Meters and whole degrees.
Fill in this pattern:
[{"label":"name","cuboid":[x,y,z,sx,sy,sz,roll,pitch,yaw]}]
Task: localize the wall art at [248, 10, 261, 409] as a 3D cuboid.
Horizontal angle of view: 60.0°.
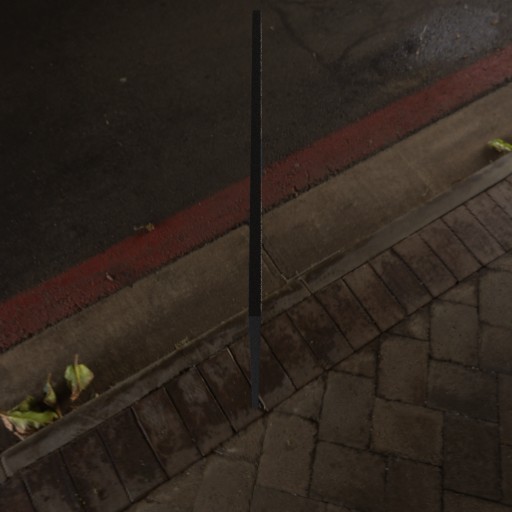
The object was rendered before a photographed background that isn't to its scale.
[{"label":"wall art","cuboid":[0.000,0.000,0.825,0.013,0.657,0.457,0,64,0]}]
